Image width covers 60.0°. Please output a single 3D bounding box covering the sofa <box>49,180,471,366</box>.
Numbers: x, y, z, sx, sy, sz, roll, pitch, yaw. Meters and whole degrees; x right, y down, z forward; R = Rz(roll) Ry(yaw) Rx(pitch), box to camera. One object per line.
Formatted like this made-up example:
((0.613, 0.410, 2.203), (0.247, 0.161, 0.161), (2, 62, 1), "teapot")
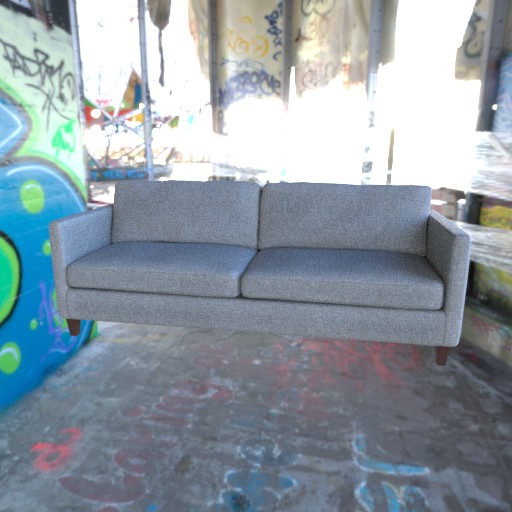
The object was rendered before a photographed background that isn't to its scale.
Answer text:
((0.000, 0.000, 2.963), (2.434, 0.951, 0.948), (3, 15, 10), "sofa")
